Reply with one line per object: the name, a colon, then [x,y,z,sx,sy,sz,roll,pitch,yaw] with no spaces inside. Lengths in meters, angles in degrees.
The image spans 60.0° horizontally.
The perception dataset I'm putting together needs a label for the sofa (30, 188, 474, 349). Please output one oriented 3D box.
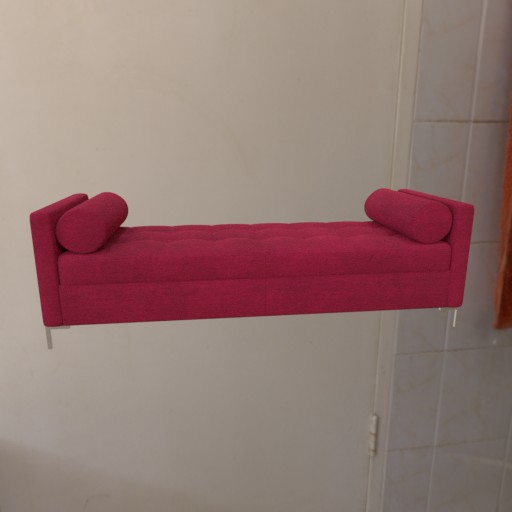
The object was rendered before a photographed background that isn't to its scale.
sofa: [0.000,0.000,2.346,1.981,0.635,0.686,-2,15,-7]
